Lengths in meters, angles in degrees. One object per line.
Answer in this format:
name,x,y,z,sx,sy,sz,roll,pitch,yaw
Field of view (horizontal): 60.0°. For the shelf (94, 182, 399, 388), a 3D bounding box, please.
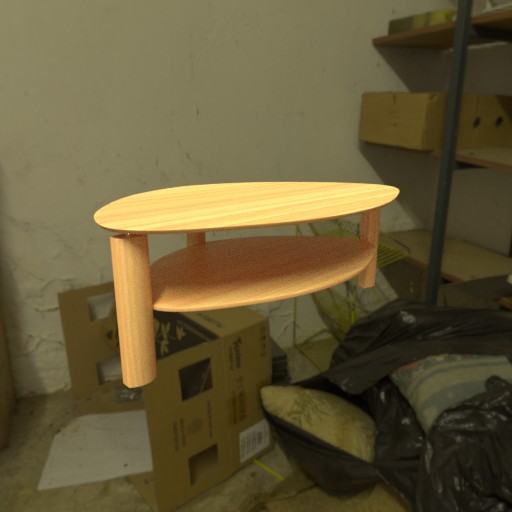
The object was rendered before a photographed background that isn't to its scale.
shelf,0.000,0.000,1.622,1.246,0.440,0.845,-15,21,-42
